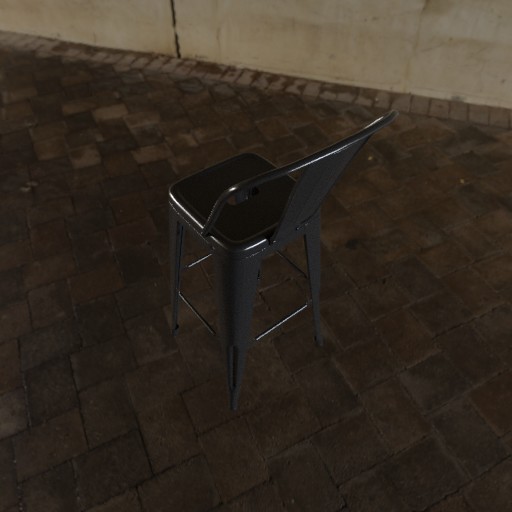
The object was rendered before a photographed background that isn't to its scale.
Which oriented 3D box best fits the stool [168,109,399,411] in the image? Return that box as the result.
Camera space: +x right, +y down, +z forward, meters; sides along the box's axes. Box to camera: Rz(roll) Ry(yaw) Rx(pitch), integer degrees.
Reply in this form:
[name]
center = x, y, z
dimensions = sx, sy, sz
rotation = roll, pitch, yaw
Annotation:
[stool]
center = 0.000, 0.000, 1.286
dimensions = 0.432, 1.022, 0.528
rotation = -30, 54, -25
